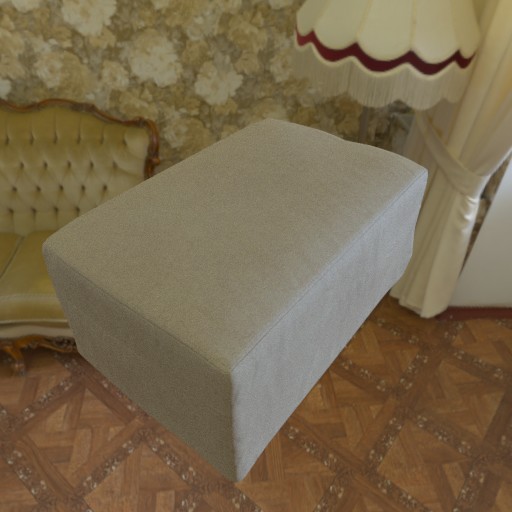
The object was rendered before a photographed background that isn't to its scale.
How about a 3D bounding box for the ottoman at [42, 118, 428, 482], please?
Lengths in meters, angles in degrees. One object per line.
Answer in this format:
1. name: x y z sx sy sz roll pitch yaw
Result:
1. ottoman: 0.000 0.000 1.184 0.590 0.444 0.872 27 47 28
